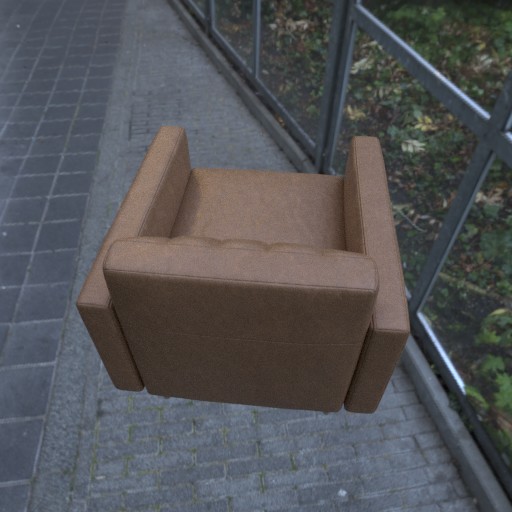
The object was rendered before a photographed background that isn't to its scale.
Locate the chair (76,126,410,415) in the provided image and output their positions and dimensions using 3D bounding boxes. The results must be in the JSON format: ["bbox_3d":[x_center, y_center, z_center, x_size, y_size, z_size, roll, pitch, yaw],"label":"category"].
[{"bbox_3d":[0.000,0.000,1.668,0.953,0.819,0.998,4,46,4],"label":"chair"}]
